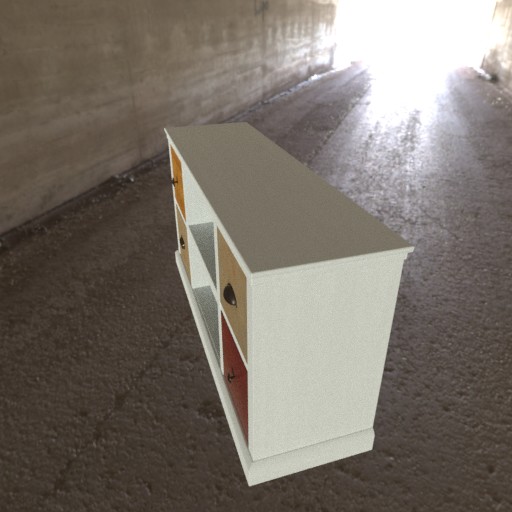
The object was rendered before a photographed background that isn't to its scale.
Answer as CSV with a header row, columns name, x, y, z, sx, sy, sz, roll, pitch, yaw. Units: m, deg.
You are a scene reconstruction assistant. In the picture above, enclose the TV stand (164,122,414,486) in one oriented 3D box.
name,x,y,z,sx,sy,sz,roll,pitch,yaw
TV stand,0.000,0.000,1.499,0.424,0.624,1.187,-9,30,-15
